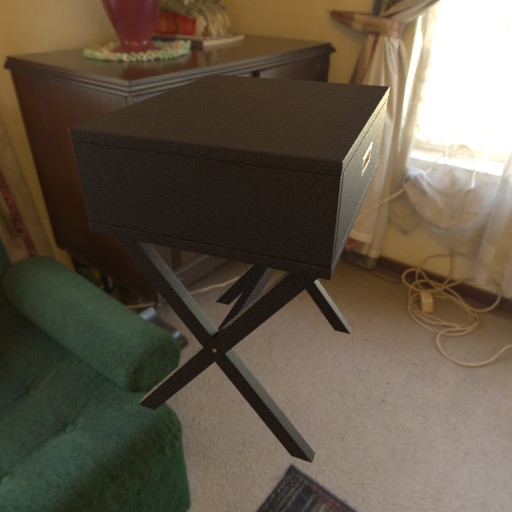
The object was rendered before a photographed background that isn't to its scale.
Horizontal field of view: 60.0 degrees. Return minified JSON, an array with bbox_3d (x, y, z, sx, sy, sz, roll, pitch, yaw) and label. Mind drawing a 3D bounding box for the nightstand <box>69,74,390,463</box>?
[{"bbox_3d":[0.000,0.000,0.935,0.402,0.623,0.479,11,33,18],"label":"nightstand"}]
